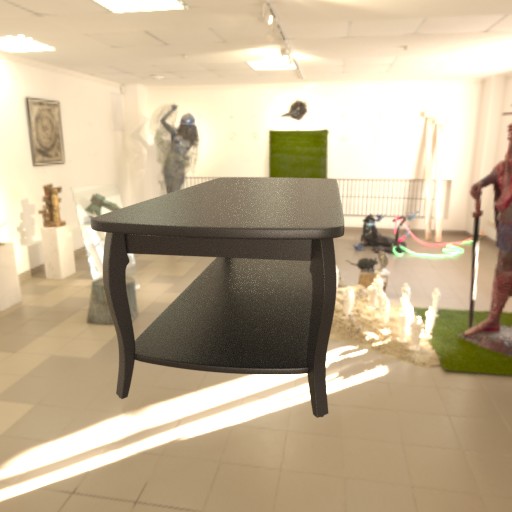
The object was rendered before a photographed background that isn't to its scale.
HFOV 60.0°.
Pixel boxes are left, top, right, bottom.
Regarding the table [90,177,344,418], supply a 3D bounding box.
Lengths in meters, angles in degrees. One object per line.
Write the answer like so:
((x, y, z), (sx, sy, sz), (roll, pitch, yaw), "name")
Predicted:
((0.000, 0.000, 1.588), (0.571, 0.457, 1.333), (2, 15, 9), "table")
